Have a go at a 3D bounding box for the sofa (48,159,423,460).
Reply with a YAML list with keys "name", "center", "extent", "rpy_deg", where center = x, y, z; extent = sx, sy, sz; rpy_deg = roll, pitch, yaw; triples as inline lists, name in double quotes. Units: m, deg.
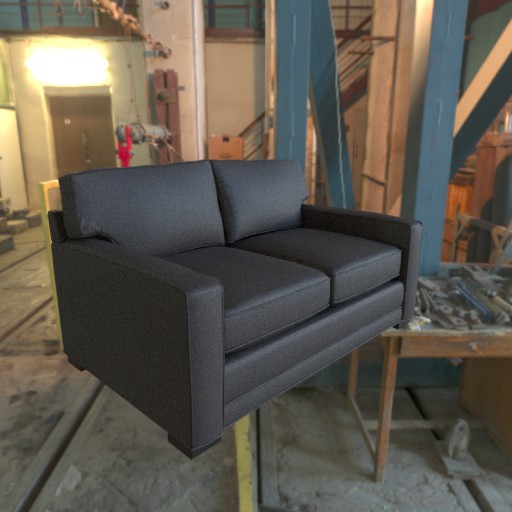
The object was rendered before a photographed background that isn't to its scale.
- name: "sofa"
  center: [0.000, 0.000, 2.120]
  extent: [0.974, 0.887, 1.534]
  rpy_deg: [14, 20, 42]
